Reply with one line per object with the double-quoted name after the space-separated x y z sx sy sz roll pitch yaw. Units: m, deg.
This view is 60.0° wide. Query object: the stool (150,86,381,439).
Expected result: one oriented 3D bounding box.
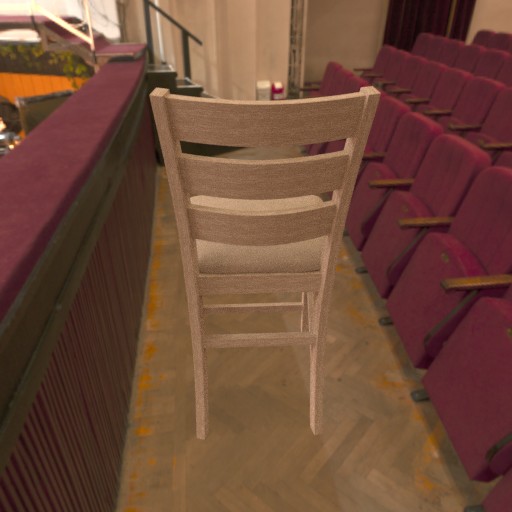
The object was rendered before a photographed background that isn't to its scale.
0.000 0.000 1.323 0.484 1.032 0.569 -1 31 -2 "stool"
